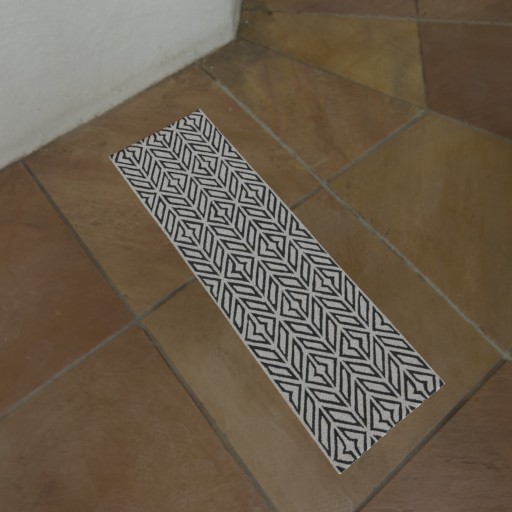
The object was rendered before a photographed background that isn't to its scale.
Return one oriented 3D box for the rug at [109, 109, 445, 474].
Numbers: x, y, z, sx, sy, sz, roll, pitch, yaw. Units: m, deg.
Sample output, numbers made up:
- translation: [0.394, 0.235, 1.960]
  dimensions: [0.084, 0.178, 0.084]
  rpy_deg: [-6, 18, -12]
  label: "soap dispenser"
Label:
- translation: [0.000, 0.000, 2.723]
  dimensions: [0.750, 0.009, 2.435]
  rpy_deg: [-33, 68, -15]
  label: "rug"
